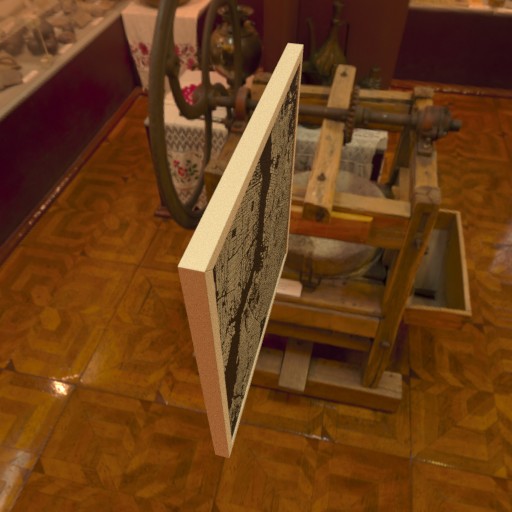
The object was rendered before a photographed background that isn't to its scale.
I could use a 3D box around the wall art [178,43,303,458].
[{"bbox_3d":[0.000,0.000,1.137,0.050,0.762,0.761,11,49,10],"label":"wall art"}]
